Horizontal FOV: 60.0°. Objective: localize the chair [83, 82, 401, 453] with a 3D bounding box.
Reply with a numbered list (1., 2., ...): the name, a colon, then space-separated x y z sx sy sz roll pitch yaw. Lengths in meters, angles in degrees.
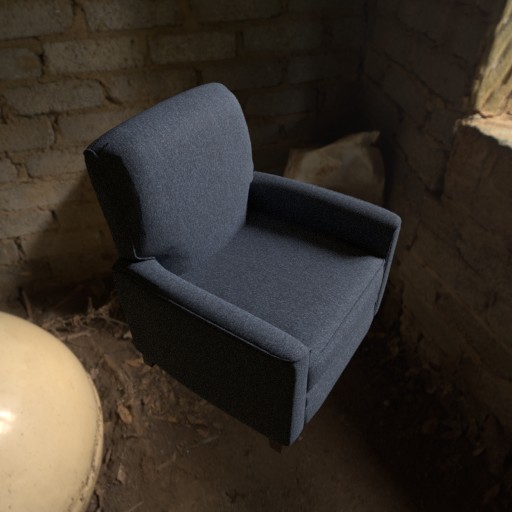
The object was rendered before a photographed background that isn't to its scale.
1. chair: 0.000 0.000 1.658 0.850 1.016 0.839 24 47 25
